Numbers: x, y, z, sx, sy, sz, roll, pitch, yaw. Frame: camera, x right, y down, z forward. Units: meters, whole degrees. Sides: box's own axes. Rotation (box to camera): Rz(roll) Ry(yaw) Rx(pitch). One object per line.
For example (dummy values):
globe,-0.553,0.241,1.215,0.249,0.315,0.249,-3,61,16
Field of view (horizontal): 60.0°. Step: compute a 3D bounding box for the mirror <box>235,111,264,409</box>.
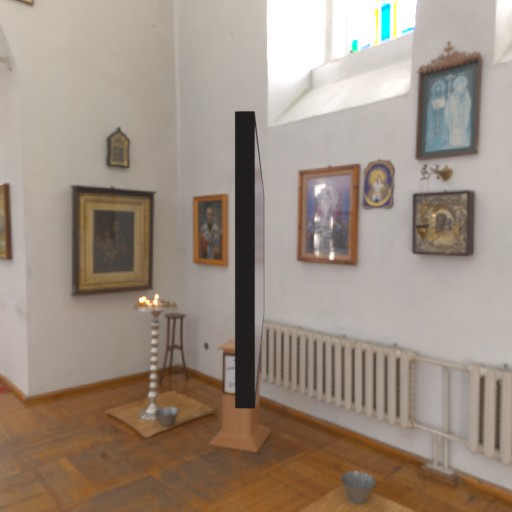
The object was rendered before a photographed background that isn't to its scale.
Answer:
mirror,0.000,0.000,1.821,0.047,0.692,1.584,0,1,2
